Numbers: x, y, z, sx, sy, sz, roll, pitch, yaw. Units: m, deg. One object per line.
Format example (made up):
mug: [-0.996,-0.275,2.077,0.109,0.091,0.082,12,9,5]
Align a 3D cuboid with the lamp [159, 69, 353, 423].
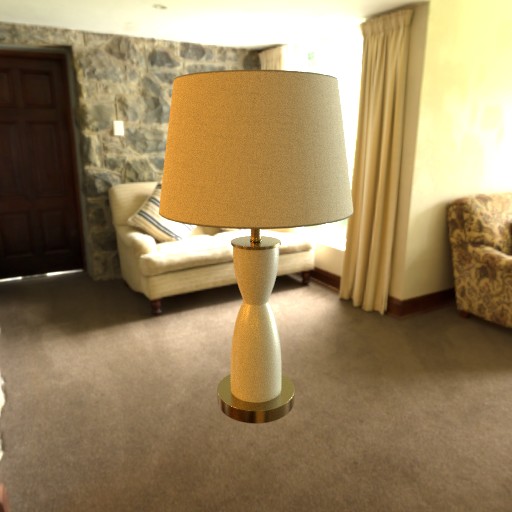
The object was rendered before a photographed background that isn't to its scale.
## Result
lamp: [0.000,0.000,0.739,0.309,0.545,0.309,0,15,0]
